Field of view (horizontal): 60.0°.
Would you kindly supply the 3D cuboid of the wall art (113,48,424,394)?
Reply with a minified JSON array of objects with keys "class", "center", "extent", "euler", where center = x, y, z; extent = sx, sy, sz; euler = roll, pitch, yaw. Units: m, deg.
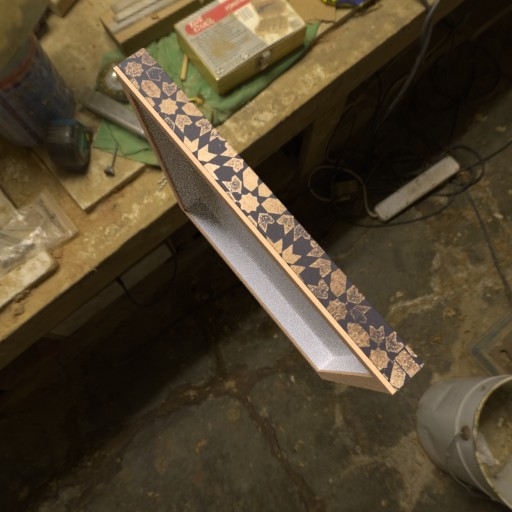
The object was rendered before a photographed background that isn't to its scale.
[{"class":"wall art","center":[0.000,0.000,0.605],"extent":[0.038,0.405,0.405],"euler":[-39,79,-9]}]
